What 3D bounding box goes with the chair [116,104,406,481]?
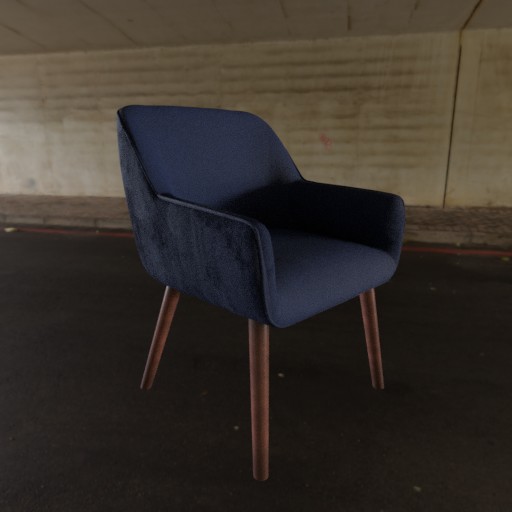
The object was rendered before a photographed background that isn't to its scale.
[{"bbox_3d":[0.000,0.000,1.247,0.600,0.820,0.600,14,20,43],"label":"chair"}]
